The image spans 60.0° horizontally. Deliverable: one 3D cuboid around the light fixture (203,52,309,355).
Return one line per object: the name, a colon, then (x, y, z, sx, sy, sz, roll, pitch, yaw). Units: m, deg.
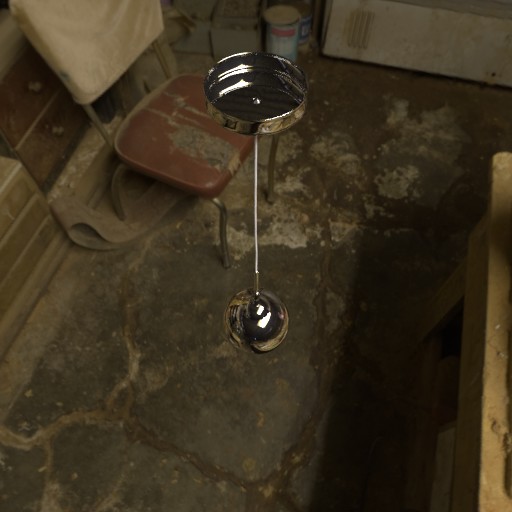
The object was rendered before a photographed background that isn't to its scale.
light fixture: (0.000, 0.000, 1.696, 0.336, 1.538, 0.336, 16, 60, 10)
